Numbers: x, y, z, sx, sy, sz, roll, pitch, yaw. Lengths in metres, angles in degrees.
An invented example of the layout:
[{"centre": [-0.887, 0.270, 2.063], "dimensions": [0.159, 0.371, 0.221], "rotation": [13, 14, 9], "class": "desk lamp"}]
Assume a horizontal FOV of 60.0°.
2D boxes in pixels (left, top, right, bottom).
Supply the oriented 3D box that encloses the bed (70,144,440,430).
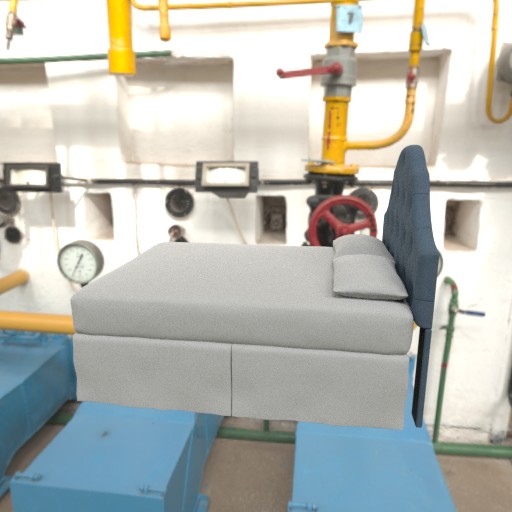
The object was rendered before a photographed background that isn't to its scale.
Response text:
[{"centre": [0.000, 0.000, 3.234], "dimensions": [2.155, 1.575, 1.636], "rotation": [2, 14, 8], "class": "bed"}]
